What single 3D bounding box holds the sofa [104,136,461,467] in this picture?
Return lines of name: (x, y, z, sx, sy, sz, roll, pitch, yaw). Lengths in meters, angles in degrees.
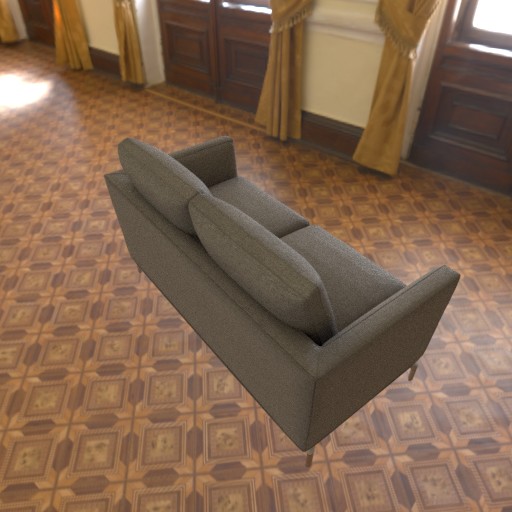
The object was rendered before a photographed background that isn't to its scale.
sofa: (0.000, 0.000, 2.151, 0.803, 0.924, 1.594, -27, 47, -28)
